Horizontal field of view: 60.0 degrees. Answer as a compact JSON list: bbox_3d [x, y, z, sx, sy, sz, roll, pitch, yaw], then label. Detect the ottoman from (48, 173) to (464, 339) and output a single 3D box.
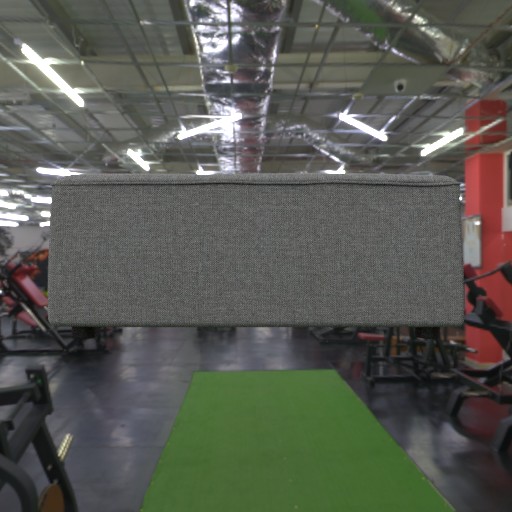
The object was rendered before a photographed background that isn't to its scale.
[{"bbox_3d":[0.000,0.000,1.552,1.017,0.423,1.023,0,-1,0],"label":"ottoman"}]
